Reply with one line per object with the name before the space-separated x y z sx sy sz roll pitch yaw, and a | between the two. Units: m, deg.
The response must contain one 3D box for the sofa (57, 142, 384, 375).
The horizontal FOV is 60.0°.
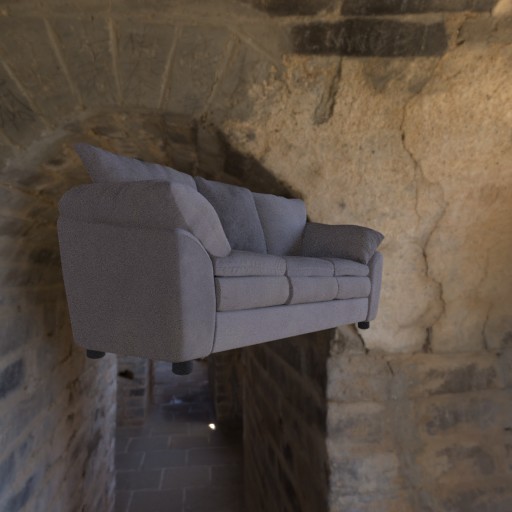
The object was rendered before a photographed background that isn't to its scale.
sofa | 0.000 0.000 2.845 0.878 1.073 2.336 -2 -3 36
